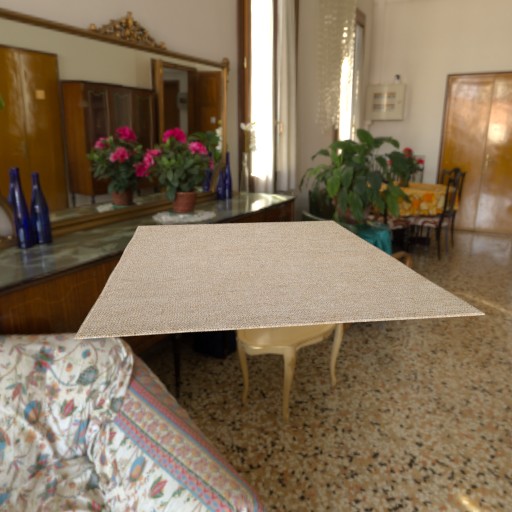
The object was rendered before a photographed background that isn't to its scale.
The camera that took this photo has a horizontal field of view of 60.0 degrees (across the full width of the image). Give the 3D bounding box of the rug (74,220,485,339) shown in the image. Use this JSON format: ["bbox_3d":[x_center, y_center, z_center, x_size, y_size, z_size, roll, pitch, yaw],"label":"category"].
[{"bbox_3d":[0.000,0.000,3.995,2.406,0.012,3.034,-2,16,-8],"label":"rug"}]
